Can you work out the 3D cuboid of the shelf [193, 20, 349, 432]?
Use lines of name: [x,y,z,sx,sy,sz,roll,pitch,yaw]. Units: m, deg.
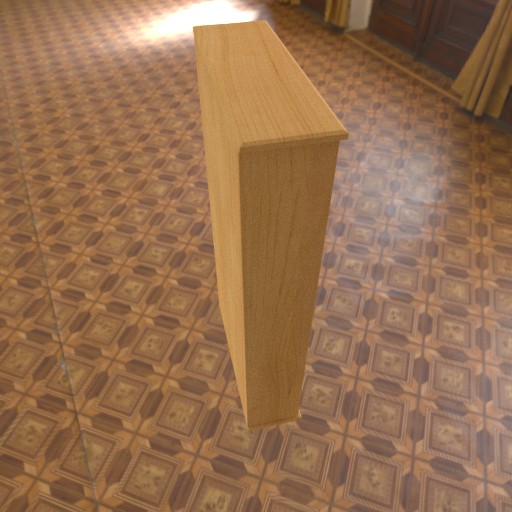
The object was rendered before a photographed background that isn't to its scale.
shelf: [0.000,0.000,1.216,0.175,1.030,0.520,-10,47,-9]
